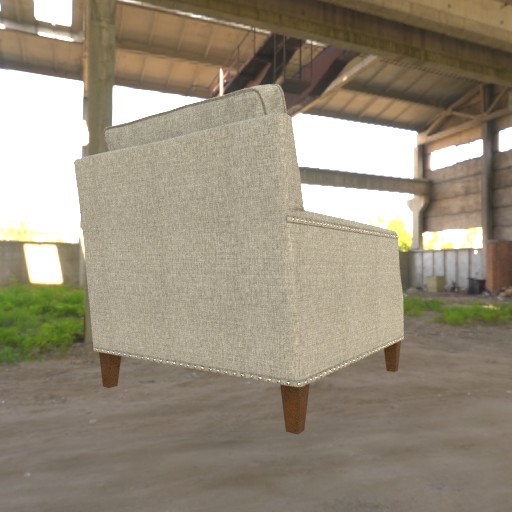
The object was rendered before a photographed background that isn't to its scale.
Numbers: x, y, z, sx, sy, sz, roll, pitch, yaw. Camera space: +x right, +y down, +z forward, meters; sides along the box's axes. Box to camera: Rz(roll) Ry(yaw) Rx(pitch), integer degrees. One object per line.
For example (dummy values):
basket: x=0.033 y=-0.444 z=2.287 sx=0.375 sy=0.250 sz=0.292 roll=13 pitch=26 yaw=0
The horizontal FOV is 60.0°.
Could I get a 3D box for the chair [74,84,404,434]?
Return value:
chair: x=0.000 y=0.000 z=1.698 sx=0.853 sy=0.943 sz=1.014 roll=-1 pitch=-2 yaw=35
